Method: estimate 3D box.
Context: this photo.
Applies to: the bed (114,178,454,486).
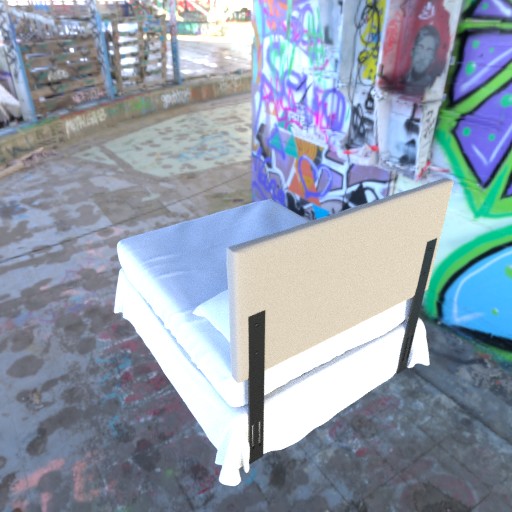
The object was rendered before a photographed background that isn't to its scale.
[{"bbox_3d":[0.000,0.000,3.506,1.936,1.577,2.222,-19,36,-29],"label":"bed"}]
